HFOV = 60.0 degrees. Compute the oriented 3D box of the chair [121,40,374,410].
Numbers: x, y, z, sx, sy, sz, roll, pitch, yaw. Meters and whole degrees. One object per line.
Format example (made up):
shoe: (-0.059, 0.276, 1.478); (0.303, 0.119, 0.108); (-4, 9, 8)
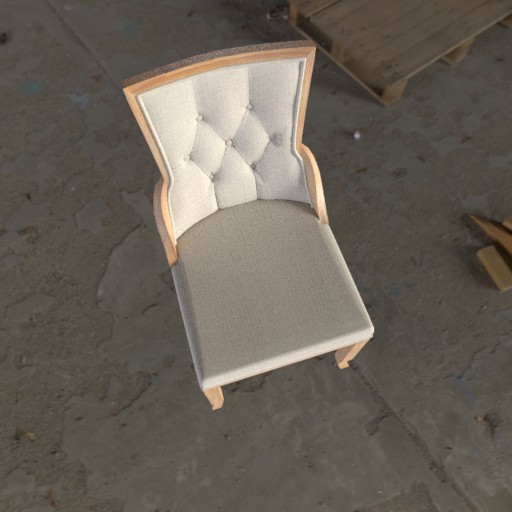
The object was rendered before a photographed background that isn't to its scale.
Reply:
chair: (0.000, 0.000, 1.325); (0.524, 0.947, 0.641); (-16, 65, -7)
